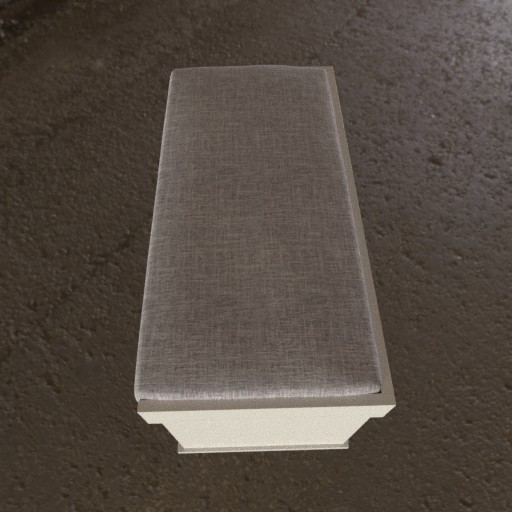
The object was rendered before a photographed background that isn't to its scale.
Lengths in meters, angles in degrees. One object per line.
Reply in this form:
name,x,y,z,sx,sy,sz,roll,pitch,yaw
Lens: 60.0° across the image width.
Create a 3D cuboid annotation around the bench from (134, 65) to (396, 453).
bench,0.000,0.000,0.963,0.362,0.461,0.734,-1,58,-1
